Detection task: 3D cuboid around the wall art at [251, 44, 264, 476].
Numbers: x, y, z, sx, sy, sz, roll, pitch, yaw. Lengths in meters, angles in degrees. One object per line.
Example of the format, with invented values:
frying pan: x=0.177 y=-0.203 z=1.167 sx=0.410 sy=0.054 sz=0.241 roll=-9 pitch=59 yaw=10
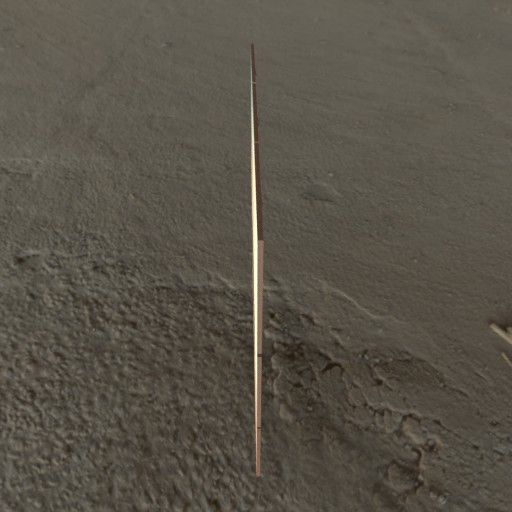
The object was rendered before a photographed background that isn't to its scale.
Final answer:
wall art: x=0.000 y=0.000 z=1.765 sx=0.019 sy=1.218 sz=1.221 roll=-1 pitch=43 yaw=-1
